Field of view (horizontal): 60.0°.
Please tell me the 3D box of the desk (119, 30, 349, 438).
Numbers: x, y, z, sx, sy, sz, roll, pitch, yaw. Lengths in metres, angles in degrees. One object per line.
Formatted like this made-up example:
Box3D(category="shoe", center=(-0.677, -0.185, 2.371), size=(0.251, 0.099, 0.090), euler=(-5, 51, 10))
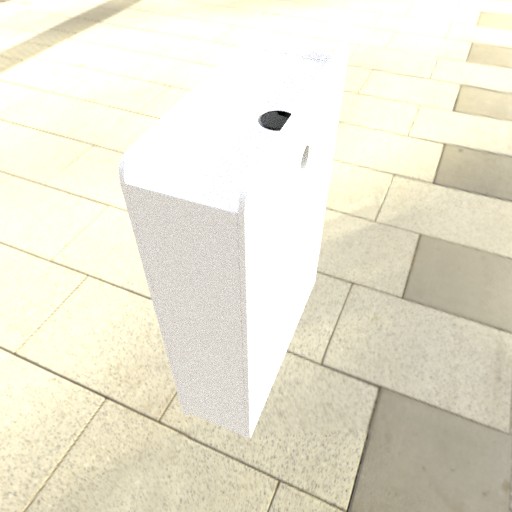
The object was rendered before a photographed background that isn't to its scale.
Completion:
Box3D(category="desk", center=(0.000, 0.000, 1.511), size=(0.278, 1.190, 0.795), euler=(16, 48, 15))
